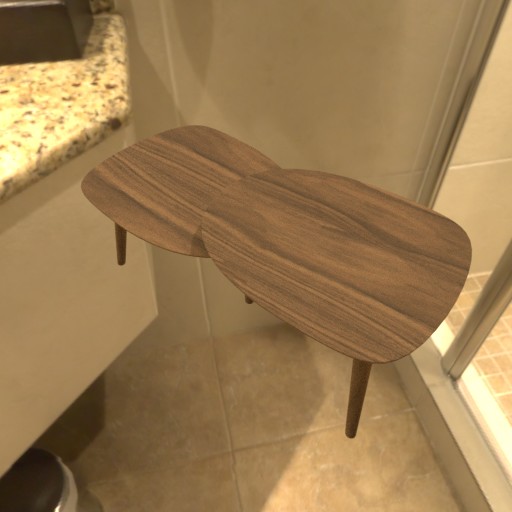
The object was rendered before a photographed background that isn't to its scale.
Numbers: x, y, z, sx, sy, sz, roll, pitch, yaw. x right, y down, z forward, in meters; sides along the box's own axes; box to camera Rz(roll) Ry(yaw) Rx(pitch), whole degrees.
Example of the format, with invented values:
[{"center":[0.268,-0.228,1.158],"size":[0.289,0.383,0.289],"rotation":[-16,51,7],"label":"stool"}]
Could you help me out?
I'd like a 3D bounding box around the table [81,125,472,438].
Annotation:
[{"center":[0.000,0.000,1.323],"size":[1.084,0.429,0.527],"rotation":[31,54,27],"label":"table"}]
